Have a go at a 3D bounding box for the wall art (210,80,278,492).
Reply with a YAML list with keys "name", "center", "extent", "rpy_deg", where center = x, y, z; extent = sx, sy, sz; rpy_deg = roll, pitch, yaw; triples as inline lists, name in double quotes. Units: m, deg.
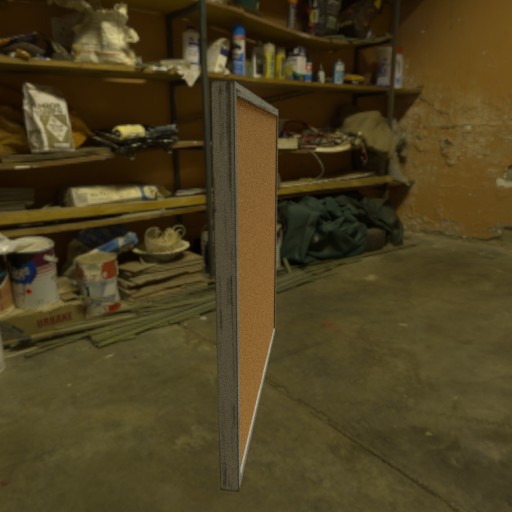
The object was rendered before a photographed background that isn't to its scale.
- name: "wall art"
  center: [0.000, 0.000, 1.142]
  extent: [0.037, 0.761, 0.761]
  rpy_deg: [2, 15, 8]
